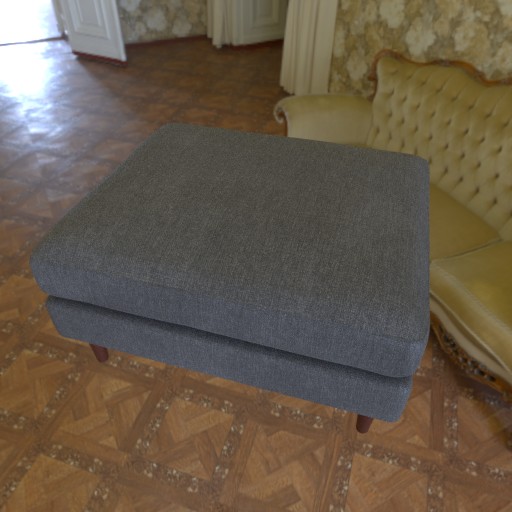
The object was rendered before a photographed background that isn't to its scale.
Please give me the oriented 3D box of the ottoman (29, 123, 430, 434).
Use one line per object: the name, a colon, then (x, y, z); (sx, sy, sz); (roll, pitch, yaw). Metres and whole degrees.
ottoman: (0.000, 0.000, 1.191); (0.821, 0.474, 0.693); (11, 42, 13)
